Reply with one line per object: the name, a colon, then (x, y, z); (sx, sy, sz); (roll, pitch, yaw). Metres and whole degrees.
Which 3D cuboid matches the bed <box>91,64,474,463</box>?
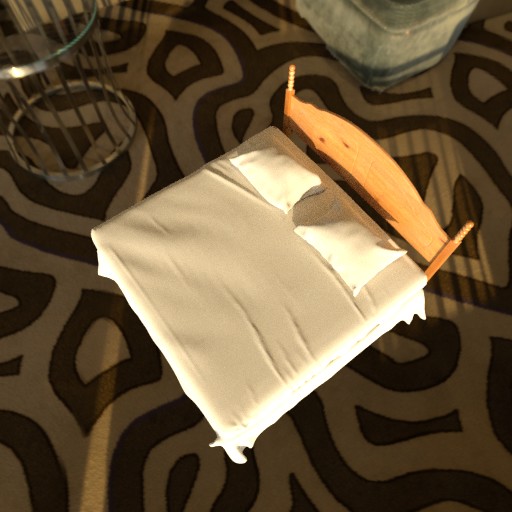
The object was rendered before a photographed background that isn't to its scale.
bed: (0.000, 0.000, 3.552); (2.219, 1.355, 2.322); (-34, 68, -16)
